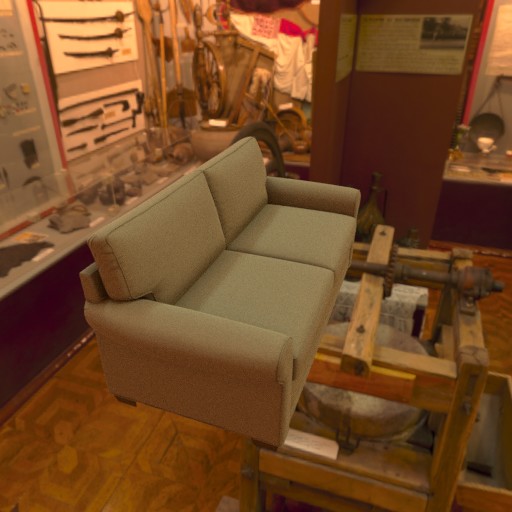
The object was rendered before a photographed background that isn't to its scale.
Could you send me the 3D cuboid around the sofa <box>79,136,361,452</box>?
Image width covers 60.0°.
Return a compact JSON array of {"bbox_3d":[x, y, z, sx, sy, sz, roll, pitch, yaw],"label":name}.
[{"bbox_3d":[0.000,0.000,2.553,0.940,0.952,1.930,10,31,18],"label":"sofa"}]
